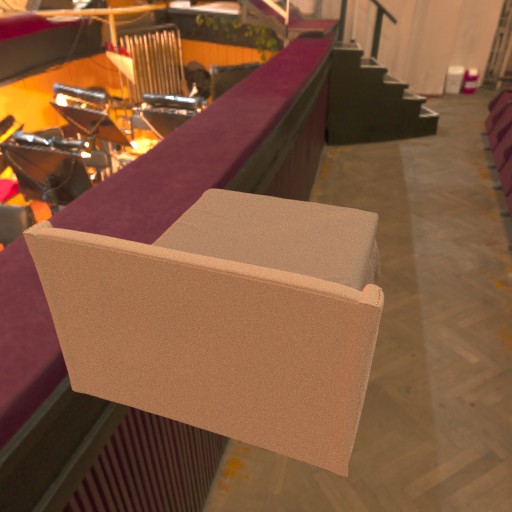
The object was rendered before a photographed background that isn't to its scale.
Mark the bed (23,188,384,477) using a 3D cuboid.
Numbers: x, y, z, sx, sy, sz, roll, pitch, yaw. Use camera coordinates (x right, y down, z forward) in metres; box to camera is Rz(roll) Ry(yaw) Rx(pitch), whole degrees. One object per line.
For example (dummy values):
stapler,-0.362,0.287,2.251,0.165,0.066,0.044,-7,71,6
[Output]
bed,0.000,0.000,3.367,1.925,1.332,2.276,11,35,16
